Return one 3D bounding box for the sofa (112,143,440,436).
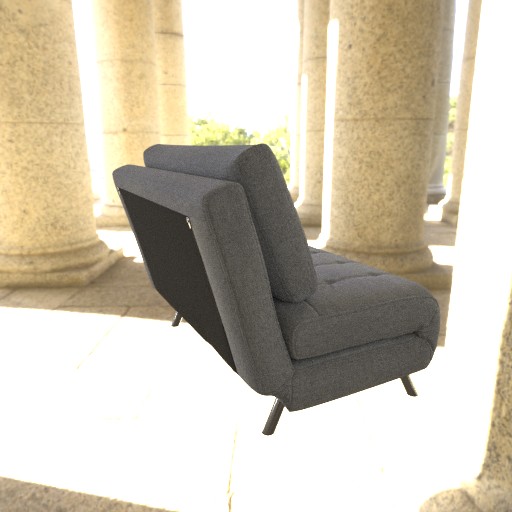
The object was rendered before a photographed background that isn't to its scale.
[{"bbox_3d":[0.000,0.000,1.853,0.910,0.910,1.220,-7,16,-27],"label":"sofa"}]
